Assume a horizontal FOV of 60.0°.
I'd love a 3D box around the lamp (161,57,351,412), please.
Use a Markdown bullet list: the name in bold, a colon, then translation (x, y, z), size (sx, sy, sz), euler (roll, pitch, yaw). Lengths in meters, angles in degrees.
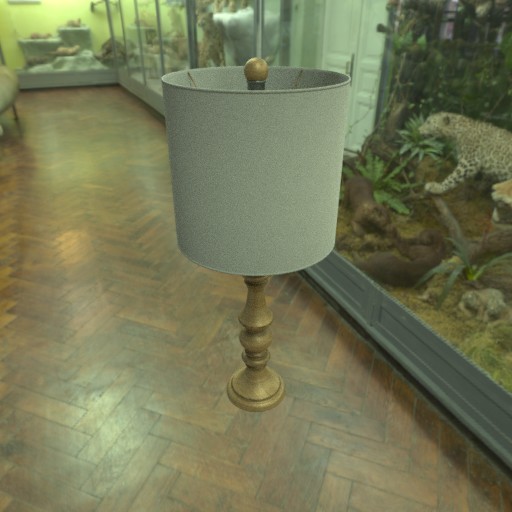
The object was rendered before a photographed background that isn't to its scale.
- **lamp**: translation (0.000, 0.000, 0.728), size (0.250, 0.597, 0.250), euler (19, 34, 30)
